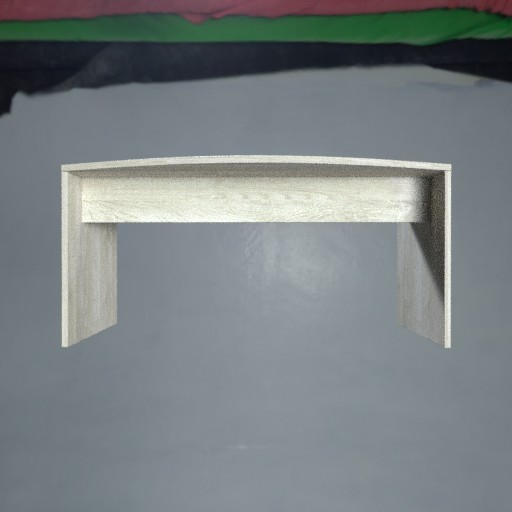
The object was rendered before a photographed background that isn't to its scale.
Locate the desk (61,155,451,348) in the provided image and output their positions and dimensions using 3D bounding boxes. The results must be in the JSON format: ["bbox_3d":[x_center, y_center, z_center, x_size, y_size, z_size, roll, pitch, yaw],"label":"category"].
[{"bbox_3d":[0.000,0.000,2.054,1.600,0.752,0.802,0,0,1],"label":"desk"}]
